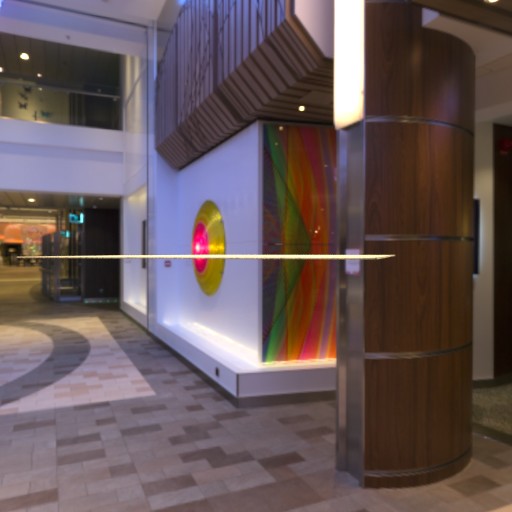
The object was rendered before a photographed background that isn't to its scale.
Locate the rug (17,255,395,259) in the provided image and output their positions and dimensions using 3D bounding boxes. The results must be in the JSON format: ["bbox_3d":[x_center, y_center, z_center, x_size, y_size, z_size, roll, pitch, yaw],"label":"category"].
[{"bbox_3d":[0.000,0.000,4.214,2.437,0.014,3.201,0,0,19],"label":"rug"}]
